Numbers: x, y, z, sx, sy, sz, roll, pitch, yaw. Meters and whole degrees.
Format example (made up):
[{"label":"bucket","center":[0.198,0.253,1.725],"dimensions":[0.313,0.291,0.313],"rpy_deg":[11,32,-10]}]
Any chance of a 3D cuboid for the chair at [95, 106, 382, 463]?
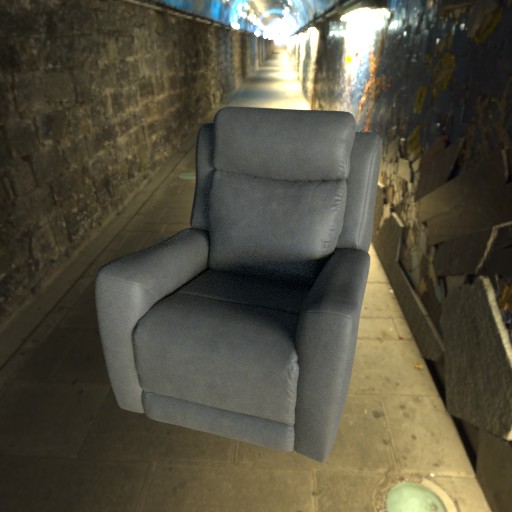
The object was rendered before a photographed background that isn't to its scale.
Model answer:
[{"label":"chair","center":[0.000,0.000,1.920],"dimensions":[0.965,1.116,1.068],"rpy_deg":[8,27,17]}]
